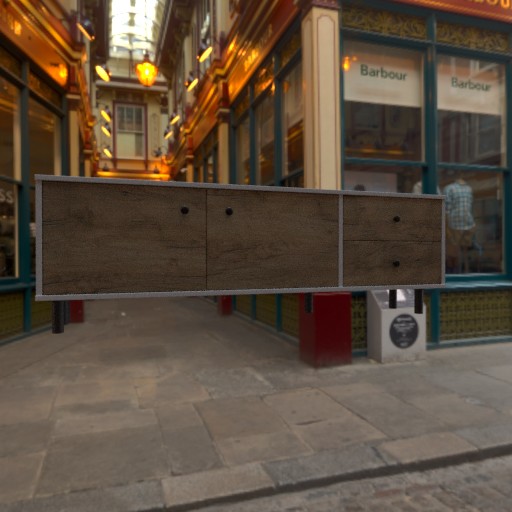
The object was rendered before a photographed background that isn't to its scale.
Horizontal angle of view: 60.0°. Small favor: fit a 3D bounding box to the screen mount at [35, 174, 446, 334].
[{"bbox_3d":[0.000,0.000,1.835,1.600,0.520,0.418,0,1,-19],"label":"screen mount"}]
